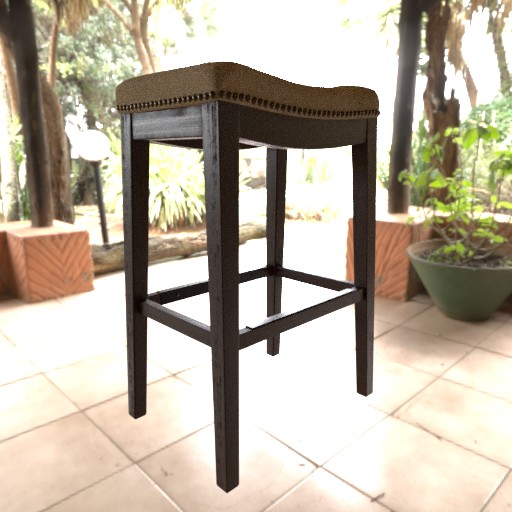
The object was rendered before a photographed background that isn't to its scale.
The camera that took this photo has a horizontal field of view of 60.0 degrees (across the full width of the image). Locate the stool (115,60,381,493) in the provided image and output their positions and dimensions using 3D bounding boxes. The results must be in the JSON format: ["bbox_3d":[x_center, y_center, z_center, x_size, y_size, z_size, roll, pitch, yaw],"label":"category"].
[{"bbox_3d":[0.000,0.000,1.034,0.509,0.768,0.363,-12,18,-43],"label":"stool"}]
